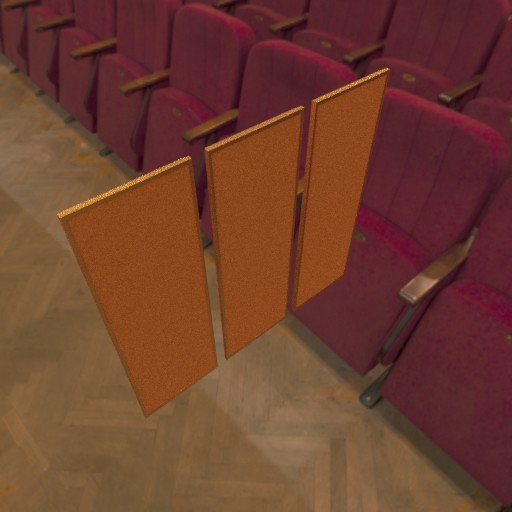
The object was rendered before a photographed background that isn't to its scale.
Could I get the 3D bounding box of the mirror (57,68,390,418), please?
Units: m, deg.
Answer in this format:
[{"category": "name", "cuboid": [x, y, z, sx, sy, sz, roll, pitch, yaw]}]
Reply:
[{"category": "mirror", "cuboid": [0.000, 0.000, 1.421, 1.011, 0.926, 0.023, -32, 54, -26]}]
